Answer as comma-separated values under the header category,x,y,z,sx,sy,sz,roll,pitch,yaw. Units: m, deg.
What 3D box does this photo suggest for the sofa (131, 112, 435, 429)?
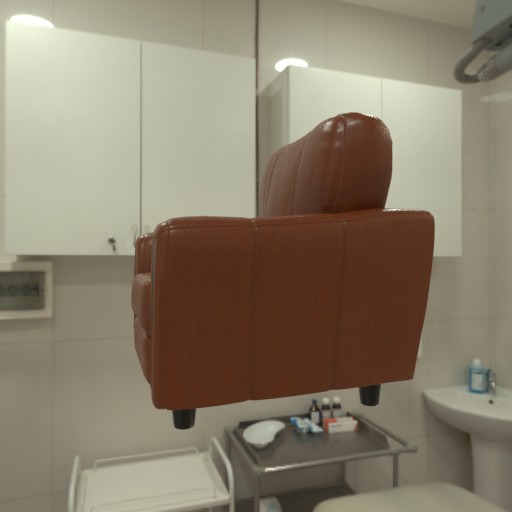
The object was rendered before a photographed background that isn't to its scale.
category,x,y,z,sx,sy,sz,roll,pitch,yaw
sofa,0.000,0.000,1.493,0.789,0.876,0.836,0,0,-19
